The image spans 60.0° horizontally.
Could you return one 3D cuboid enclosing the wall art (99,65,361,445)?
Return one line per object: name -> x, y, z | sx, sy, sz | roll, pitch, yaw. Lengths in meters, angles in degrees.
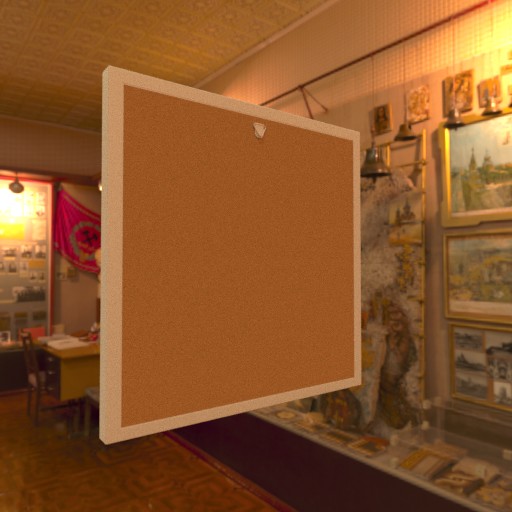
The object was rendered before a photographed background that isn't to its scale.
wall art -> 0.000, 0.000, 1.125 | 0.761, 0.762, 0.050 | 1, -2, -36
